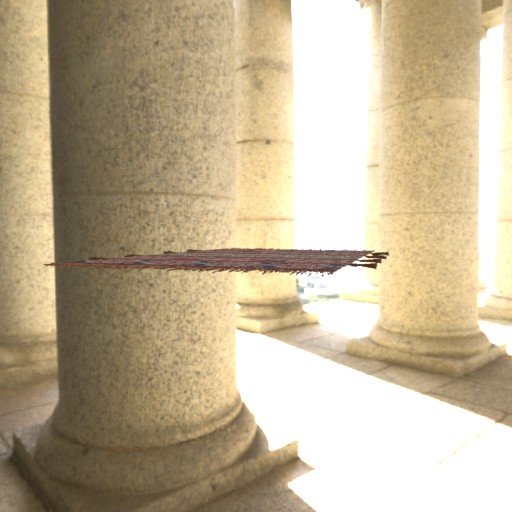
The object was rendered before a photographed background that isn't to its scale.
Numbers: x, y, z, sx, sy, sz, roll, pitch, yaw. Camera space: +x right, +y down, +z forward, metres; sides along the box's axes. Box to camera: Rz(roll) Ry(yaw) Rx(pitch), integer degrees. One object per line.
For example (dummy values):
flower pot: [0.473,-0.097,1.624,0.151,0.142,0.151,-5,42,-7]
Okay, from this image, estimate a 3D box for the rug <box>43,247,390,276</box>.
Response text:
rug: [0.000,0.000,3.167,1.778,0.048,2.450,1,3,19]
